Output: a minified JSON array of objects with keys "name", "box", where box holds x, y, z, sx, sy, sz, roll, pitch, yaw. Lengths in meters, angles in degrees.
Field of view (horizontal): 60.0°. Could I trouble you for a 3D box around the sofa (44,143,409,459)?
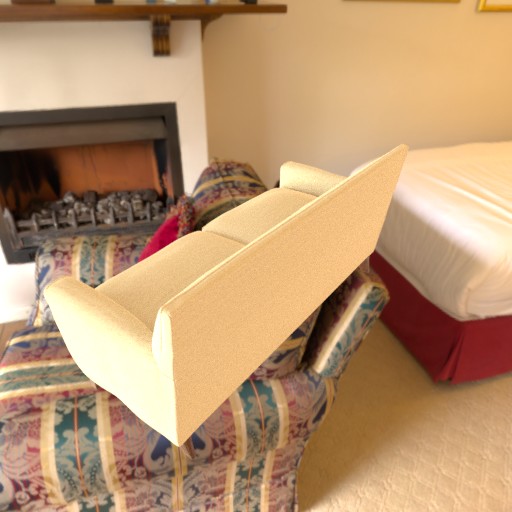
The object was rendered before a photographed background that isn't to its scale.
[{"name":"sofa","box":[0.000,0.000,2.426,0.841,0.907,2.001,21,37,30]}]
